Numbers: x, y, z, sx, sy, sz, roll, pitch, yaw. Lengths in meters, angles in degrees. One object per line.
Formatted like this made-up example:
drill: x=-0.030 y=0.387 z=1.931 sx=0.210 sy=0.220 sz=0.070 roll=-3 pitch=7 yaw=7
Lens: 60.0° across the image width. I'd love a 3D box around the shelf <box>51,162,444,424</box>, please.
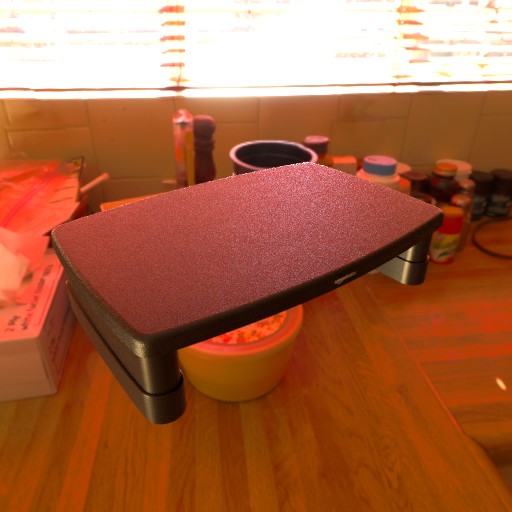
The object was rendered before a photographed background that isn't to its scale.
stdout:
shelf: x=0.000 y=0.000 z=0.533 sx=0.410 sy=0.100 sz=0.280 roll=-21 pitch=36 yaw=-32
